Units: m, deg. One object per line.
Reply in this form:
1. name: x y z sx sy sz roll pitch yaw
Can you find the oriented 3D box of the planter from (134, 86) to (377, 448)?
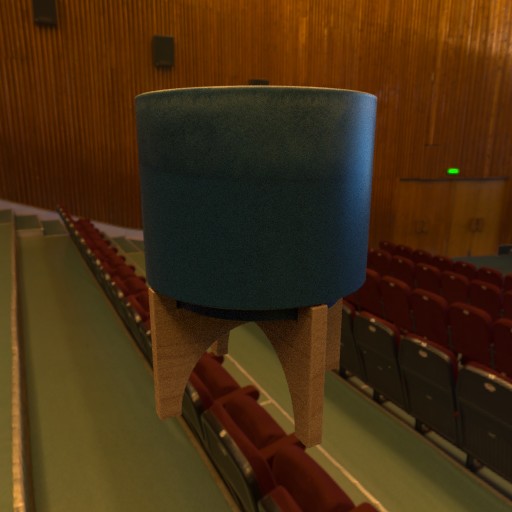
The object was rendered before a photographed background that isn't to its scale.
1. planter: 0.000 0.000 0.395 0.192 0.263 0.192 0 14 0
